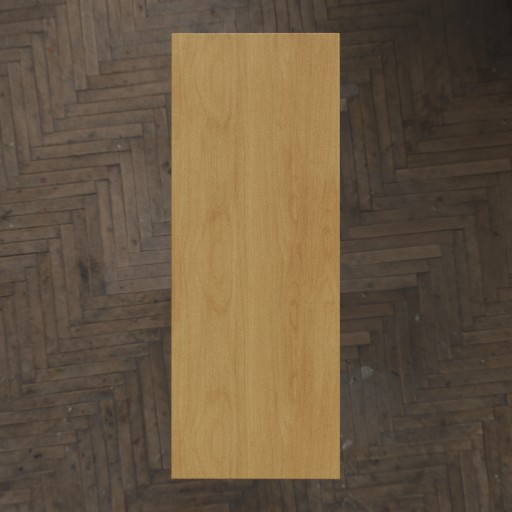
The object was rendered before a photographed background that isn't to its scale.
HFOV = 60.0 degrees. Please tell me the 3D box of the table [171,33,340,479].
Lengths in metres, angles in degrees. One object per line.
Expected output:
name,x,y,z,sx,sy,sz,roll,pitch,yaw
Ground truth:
table,0.000,0.000,1.257,0.340,0.728,0.900,0,90,0
